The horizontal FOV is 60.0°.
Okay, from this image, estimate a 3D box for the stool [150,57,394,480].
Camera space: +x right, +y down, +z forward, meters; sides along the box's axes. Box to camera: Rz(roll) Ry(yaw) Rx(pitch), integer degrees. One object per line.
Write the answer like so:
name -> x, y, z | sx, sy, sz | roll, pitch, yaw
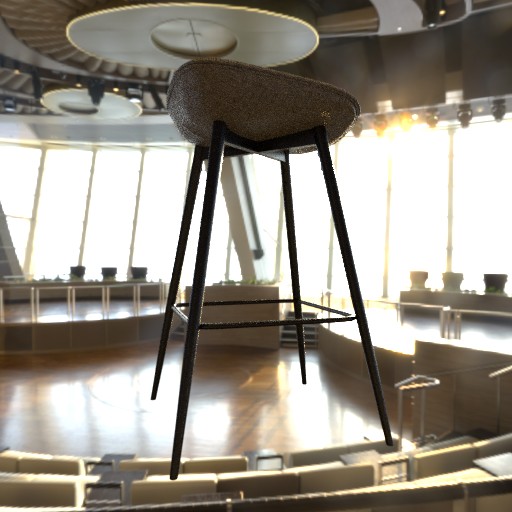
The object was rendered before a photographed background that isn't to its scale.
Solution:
stool -> 0.000, 0.000, 1.100 | 0.480, 0.814, 0.469 | 0, 1, -18
